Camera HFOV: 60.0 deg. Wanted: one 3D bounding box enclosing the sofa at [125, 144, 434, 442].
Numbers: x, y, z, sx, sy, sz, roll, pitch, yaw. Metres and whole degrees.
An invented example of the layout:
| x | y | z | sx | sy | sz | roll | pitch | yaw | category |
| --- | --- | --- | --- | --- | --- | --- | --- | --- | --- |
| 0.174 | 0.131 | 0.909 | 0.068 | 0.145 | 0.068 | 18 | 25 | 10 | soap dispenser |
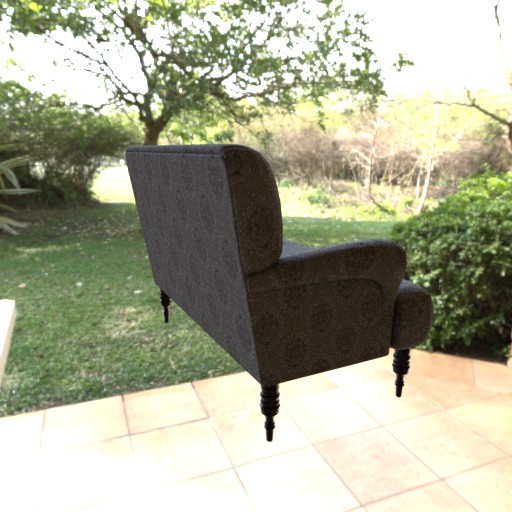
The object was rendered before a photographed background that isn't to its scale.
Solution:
| x | y | z | sx | sy | sz | roll | pitch | yaw | category |
| --- | --- | --- | --- | --- | --- | --- | --- | --- | --- |
| 0.000 | 0.000 | 1.835 | 0.779 | 0.889 | 1.297 | -7 | 15 | -27 | sofa |
